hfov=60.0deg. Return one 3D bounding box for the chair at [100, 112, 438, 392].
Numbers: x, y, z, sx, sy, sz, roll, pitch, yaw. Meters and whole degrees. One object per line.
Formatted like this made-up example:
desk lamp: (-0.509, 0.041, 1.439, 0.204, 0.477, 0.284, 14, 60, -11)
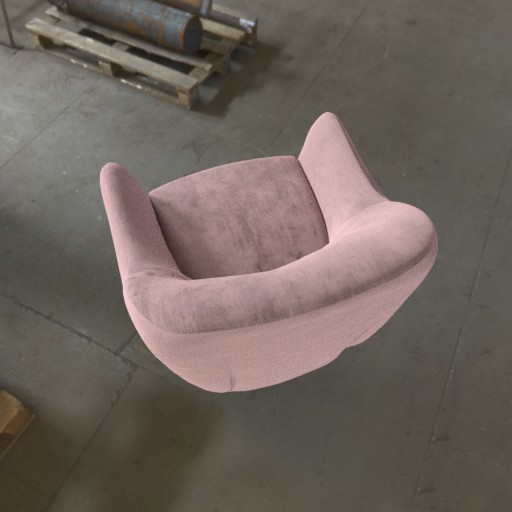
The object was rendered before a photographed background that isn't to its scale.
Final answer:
chair: (0.000, 0.000, 1.473, 0.840, 0.820, 0.820, -16, 59, -10)
